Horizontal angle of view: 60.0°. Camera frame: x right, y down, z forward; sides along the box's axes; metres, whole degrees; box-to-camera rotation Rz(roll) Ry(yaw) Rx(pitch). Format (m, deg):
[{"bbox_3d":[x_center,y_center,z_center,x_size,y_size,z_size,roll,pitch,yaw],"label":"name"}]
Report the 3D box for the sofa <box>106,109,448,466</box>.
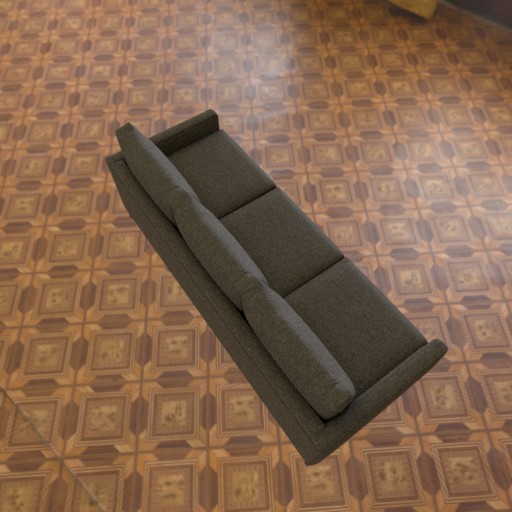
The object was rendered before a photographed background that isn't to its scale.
[{"bbox_3d":[0.000,0.000,2.737,0.876,0.879,2.253,-31,63,-18],"label":"sofa"}]
